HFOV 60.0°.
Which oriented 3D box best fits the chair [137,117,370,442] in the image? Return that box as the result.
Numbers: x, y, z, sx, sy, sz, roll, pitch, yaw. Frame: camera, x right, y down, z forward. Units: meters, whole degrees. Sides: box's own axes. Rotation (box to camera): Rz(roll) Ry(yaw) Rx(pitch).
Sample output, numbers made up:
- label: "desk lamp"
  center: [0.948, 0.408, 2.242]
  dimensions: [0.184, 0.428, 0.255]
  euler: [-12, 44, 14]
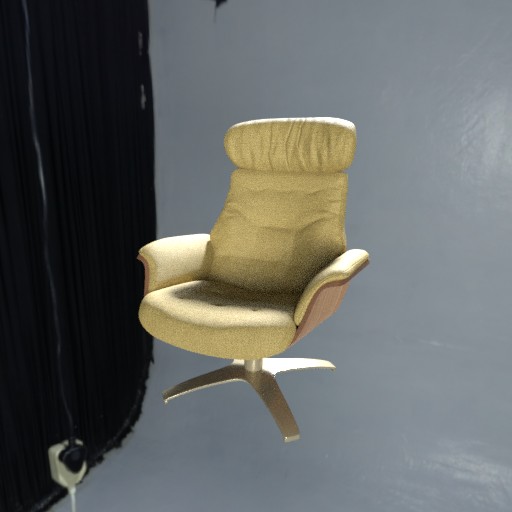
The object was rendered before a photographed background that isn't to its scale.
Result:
- label: "chair"
  center: [0.000, 0.000, 1.617]
  dimensions: [0.785, 0.995, 0.837]
  euler: [7, 16, 25]
